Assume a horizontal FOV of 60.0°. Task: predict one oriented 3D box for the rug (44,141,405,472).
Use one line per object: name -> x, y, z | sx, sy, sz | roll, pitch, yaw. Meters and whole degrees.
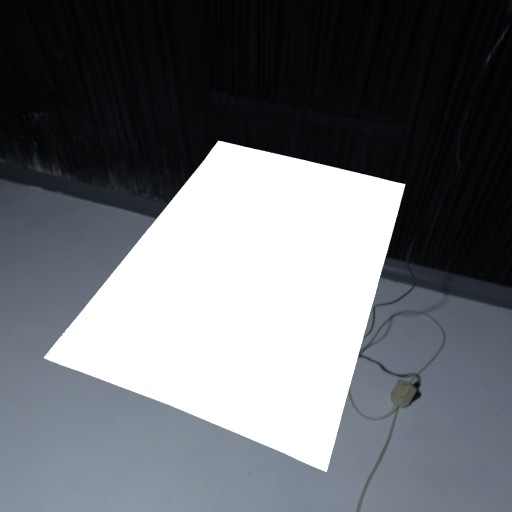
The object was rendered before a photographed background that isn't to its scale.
rug -> 0.000, 0.000, 3.718 | 2.032, 0.038, 2.869 | 17, 50, 15
